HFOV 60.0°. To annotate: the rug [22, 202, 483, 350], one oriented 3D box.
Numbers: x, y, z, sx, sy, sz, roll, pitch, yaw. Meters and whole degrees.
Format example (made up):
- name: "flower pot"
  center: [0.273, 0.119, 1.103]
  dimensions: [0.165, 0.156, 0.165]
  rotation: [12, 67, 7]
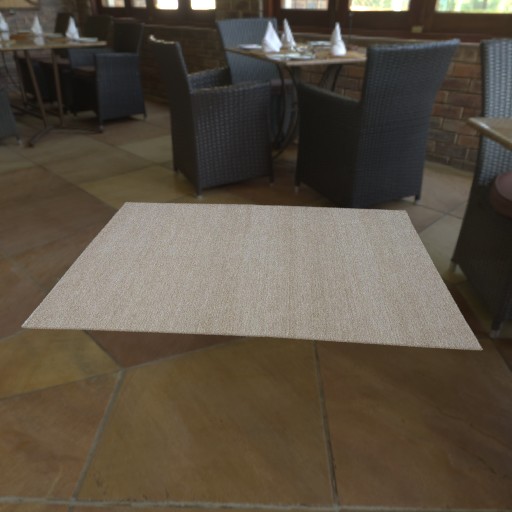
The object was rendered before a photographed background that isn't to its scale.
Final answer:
- name: "rug"
  center: [0.000, 0.000, 3.614]
  dimensions: [2.869, 0.038, 2.032]
  rotation: [2, 30, 4]
